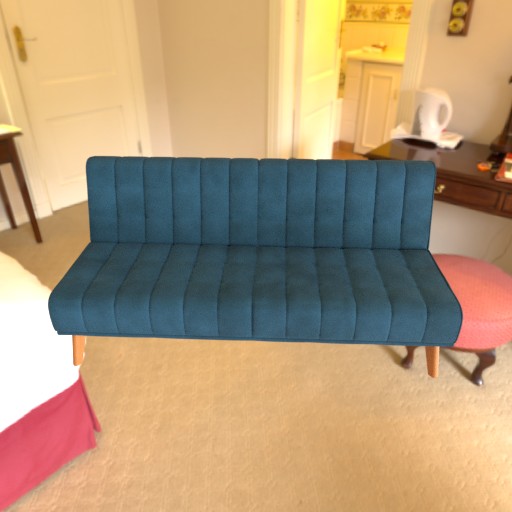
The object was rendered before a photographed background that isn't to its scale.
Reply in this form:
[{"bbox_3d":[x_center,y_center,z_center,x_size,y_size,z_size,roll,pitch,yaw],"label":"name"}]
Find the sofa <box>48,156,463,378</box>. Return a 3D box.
[{"bbox_3d":[0.000,0.000,2.257,1.804,0.813,0.855,1,30,2],"label":"sofa"}]
